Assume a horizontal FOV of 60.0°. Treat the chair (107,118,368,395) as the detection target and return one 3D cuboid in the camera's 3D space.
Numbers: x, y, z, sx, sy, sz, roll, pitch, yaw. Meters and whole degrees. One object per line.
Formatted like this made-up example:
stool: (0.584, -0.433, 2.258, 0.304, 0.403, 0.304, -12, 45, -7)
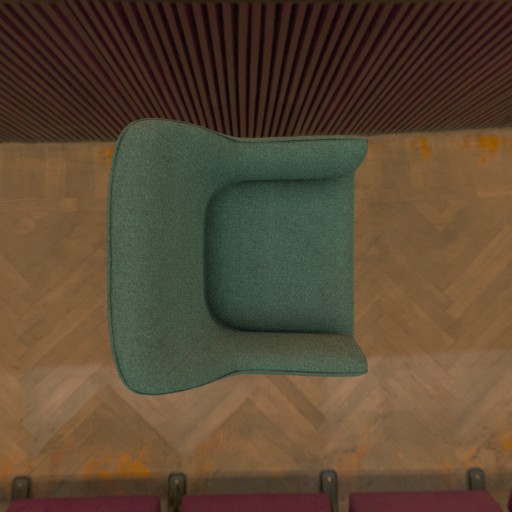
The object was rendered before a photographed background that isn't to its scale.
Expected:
chair: (0.000, 0.000, 1.137, 0.519, 0.803, 0.543, 0, 90, -1)
